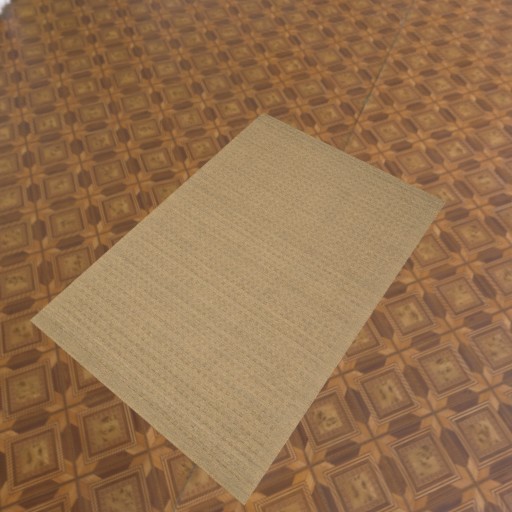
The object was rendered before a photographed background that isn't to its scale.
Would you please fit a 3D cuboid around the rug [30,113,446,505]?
[{"bbox_3d":[0.000,0.000,3.565,1.981,0.006,2.895,32,62,19],"label":"rug"}]
